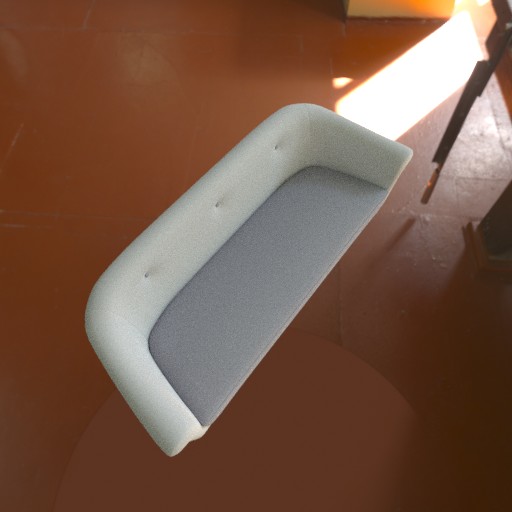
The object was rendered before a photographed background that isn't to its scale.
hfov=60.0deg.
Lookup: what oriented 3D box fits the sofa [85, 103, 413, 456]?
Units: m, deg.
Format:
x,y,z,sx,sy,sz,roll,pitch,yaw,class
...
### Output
x,y,z,sx,sy,sz,roll,pitch,yaw,class
0.000,0.000,2.563,0.827,0.795,2.160,34,65,18,sofa
